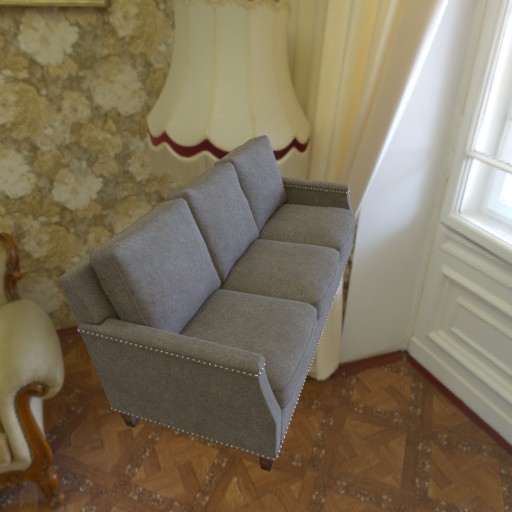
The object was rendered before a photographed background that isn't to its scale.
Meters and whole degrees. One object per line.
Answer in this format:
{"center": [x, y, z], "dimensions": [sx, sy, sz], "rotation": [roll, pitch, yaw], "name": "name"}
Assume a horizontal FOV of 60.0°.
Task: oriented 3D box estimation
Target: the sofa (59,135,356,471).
{"center": [0.000, 0.000, 2.841], "dimensions": [1.034, 1.042, 2.226], "rotation": [10, 31, 17], "name": "sofa"}
